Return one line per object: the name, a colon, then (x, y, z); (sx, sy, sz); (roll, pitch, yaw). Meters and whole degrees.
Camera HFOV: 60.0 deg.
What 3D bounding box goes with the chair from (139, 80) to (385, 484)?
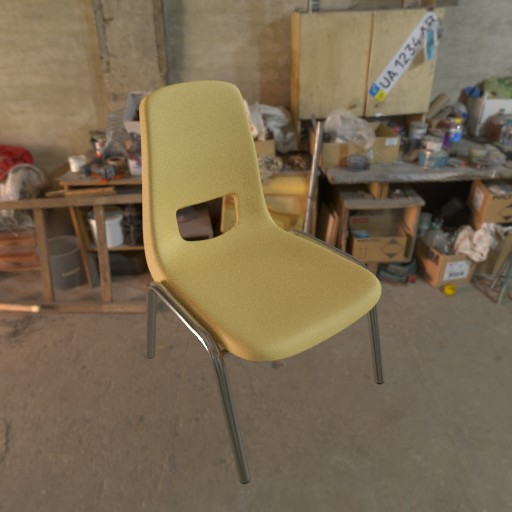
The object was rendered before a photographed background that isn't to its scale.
chair: (0.000, 0.000, 0.782); (0.354, 0.536, 0.385); (-22, 36, -33)
